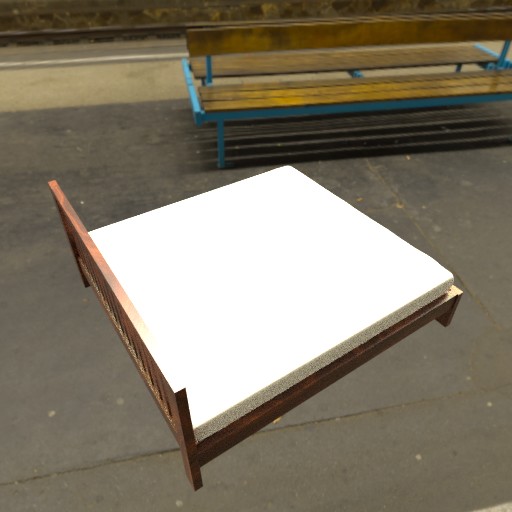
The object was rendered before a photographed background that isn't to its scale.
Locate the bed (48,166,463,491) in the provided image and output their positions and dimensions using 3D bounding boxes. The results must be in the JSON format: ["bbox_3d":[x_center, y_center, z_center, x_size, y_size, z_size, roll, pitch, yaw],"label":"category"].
[{"bbox_3d":[0.000,0.000,3.032,2.030,0.890,1.905,-23,45,-25],"label":"bed"}]
